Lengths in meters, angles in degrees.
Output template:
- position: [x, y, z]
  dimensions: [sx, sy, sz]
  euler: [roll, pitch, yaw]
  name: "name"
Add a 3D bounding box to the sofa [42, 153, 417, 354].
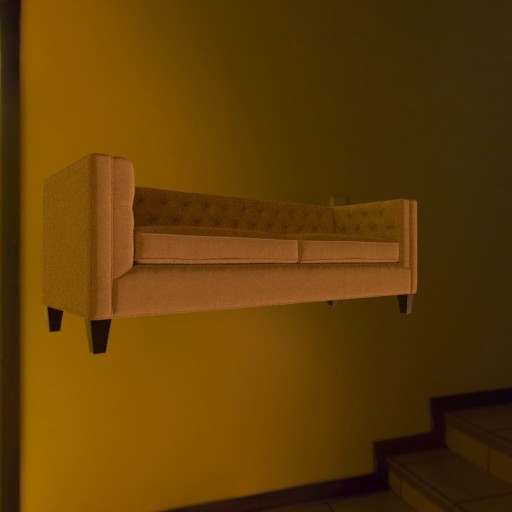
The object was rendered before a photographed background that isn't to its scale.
- position: [0.000, 0.000, 2.604]
  dimensions: [2.159, 0.762, 0.775]
  euler: [0, -1, -38]
  name: "sofa"
